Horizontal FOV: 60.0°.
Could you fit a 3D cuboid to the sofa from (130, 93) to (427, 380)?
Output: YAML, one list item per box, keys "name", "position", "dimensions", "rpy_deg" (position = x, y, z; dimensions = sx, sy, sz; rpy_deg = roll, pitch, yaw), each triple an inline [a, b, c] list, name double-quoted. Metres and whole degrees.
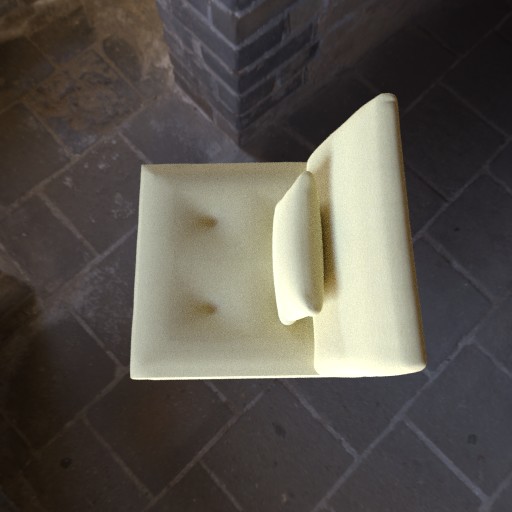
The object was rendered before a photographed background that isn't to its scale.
- name: "sofa"
  position: [0.000, 0.000, 1.741]
  dimensions: [1.000, 0.820, 0.930]
  rpy_deg: [-1, 75, 0]
